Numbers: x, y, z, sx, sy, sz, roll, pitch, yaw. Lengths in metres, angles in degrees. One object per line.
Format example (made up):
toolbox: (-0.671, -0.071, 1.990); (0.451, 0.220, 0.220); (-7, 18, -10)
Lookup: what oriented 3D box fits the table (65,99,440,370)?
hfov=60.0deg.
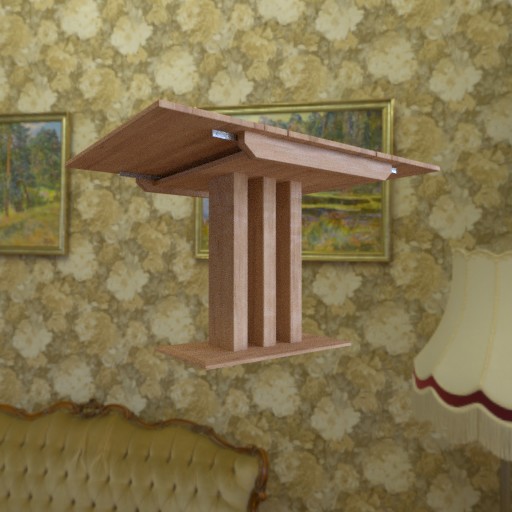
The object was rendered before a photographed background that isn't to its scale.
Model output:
table: (0.000, 0.000, 1.860); (1.300, 0.770, 0.900); (1, -1, -37)
